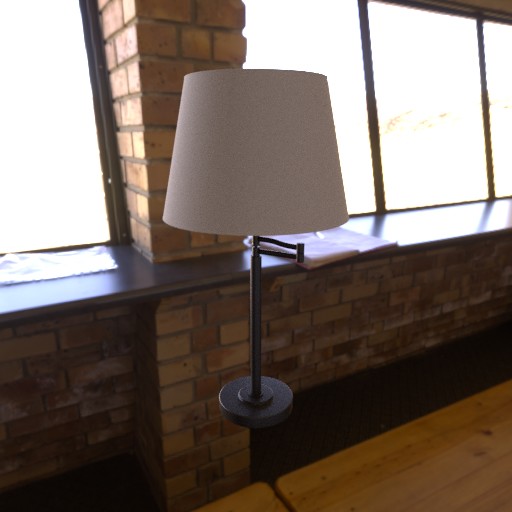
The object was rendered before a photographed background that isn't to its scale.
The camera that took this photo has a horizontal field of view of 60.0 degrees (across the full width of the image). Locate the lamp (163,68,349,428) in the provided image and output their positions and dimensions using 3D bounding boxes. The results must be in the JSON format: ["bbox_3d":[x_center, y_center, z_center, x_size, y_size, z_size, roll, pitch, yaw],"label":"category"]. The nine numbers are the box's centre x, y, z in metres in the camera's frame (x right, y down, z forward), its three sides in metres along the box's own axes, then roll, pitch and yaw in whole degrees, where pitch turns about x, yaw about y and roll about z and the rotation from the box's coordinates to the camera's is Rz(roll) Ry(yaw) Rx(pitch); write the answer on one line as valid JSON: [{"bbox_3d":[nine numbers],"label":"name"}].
[{"bbox_3d":[0.000,0.000,0.902,0.363,0.696,0.363,0,16,0],"label":"lamp"}]
